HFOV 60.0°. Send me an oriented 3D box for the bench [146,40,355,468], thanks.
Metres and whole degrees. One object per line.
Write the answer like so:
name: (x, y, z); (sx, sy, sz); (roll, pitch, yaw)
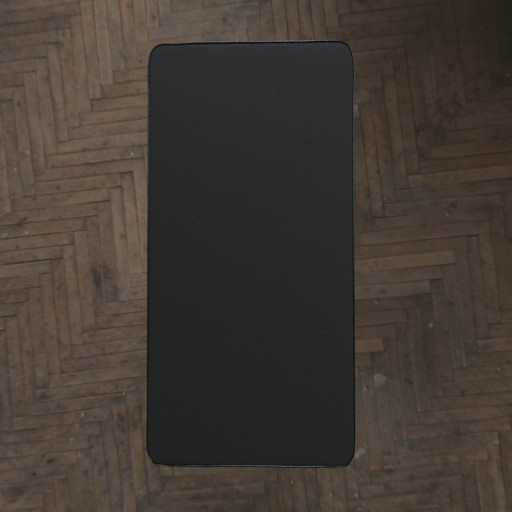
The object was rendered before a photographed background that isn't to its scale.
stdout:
bench: (0.000, 0.000, 0.901); (0.300, 0.561, 0.600); (0, 89, 2)
